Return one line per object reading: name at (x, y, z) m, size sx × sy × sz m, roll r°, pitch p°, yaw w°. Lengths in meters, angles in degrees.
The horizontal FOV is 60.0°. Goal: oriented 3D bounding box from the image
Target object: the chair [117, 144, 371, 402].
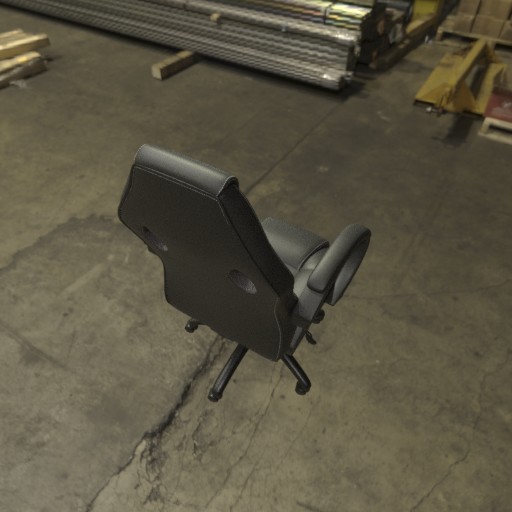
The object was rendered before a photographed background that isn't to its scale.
chair at (0.000, 0.000, 1.623) m, size 0.673 × 1.187 × 0.724 m, roll 24°, pitch 51°, yaw 22°
